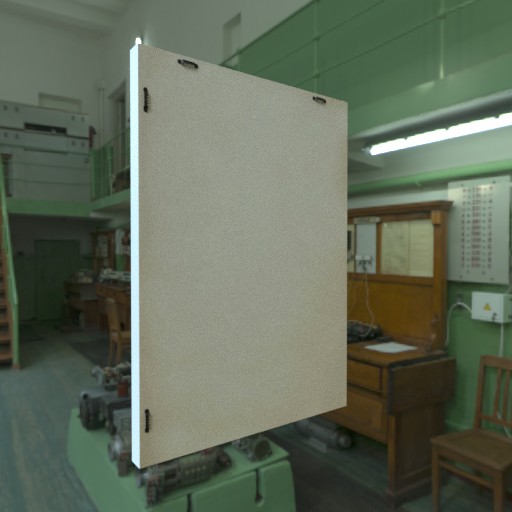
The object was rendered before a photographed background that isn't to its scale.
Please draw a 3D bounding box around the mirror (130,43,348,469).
[{"bbox_3d":[0.000,0.000,0.900,0.507,0.710,0.040,-1,1,-36],"label":"mirror"}]
